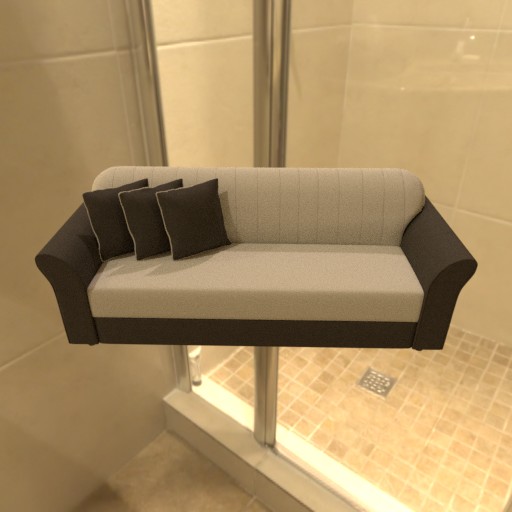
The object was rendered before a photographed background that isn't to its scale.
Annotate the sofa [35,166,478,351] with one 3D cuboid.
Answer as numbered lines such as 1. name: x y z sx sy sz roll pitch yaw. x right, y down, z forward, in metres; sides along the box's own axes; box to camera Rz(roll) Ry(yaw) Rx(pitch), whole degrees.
1. sofa: 0.000 0.000 2.414 2.001 0.787 0.755 1 31 1
